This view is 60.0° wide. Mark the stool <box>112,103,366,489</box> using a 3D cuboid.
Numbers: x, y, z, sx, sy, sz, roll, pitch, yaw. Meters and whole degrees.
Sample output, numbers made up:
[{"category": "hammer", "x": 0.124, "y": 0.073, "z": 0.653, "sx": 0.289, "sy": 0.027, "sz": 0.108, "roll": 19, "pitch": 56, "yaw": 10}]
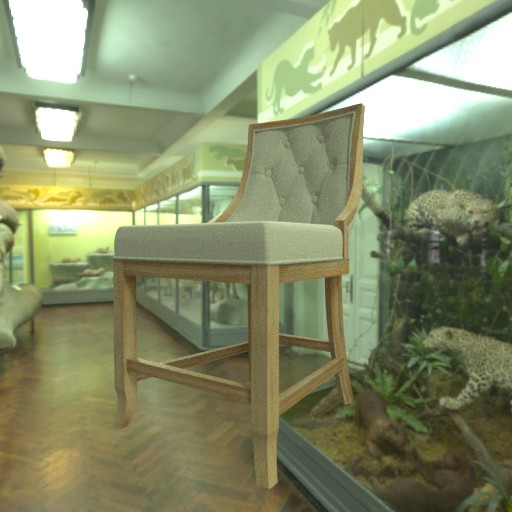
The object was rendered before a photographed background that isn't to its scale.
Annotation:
[{"category": "stool", "x": 0.000, "y": 0.000, "z": 1.300, "sx": 0.524, "sy": 0.938, "sz": 0.626, "roll": 1, "pitch": 2, "yaw": 36}]
